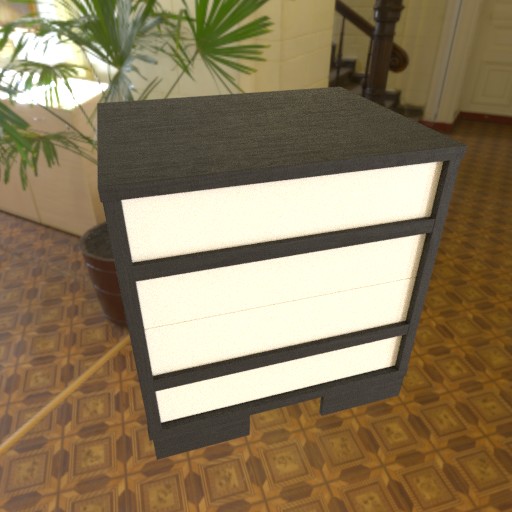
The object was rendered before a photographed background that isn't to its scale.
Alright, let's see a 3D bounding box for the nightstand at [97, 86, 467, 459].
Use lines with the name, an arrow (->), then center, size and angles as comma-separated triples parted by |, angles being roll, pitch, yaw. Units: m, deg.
nightstand -> 0.000, 0.000, 0.741 | 0.427, 0.448, 0.347 | -9, 34, -14
